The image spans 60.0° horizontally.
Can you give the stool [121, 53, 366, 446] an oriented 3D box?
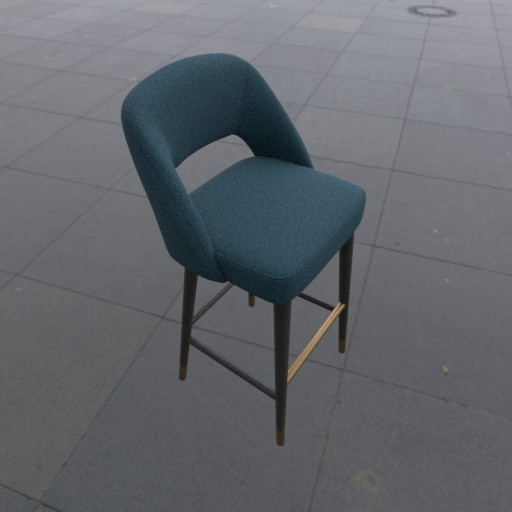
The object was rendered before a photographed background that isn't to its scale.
[{"bbox_3d":[0.000,0.000,1.327,0.522,1.032,0.536,25,47,25],"label":"stool"}]
